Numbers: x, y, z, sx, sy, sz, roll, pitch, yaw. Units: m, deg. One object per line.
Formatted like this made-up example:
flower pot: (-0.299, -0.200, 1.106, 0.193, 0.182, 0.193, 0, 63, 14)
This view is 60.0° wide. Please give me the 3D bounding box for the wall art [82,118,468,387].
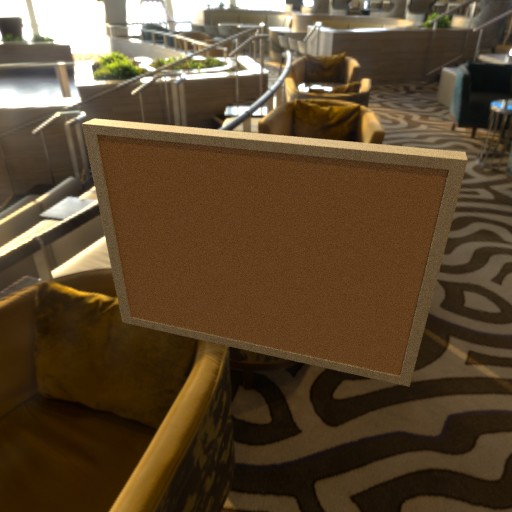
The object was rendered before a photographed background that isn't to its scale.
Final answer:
wall art: (0.000, 0.000, 0.701, 0.532, 0.380, 0.032, 9, 33, 15)
